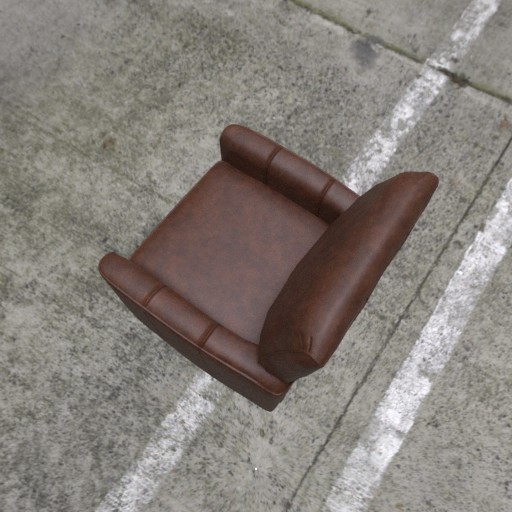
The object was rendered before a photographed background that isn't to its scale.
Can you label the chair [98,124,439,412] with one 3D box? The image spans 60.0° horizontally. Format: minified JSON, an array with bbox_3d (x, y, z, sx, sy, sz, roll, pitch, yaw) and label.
[{"bbox_3d":[0.000,0.000,1.659,0.850,1.010,0.839,32,69,14],"label":"chair"}]
